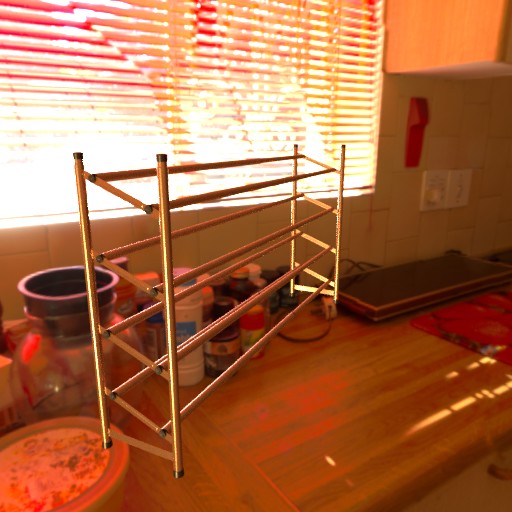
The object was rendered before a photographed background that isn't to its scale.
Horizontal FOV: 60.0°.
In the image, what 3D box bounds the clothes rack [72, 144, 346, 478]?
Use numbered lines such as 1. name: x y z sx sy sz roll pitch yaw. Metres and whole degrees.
1. clothes rack: 0.000 0.000 1.403 0.229 0.672 1.168 7 17 26
